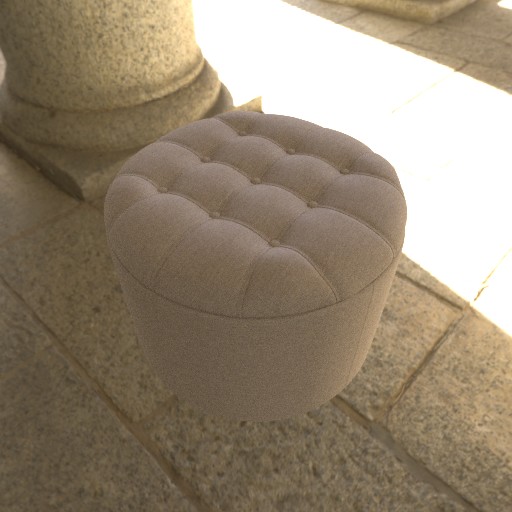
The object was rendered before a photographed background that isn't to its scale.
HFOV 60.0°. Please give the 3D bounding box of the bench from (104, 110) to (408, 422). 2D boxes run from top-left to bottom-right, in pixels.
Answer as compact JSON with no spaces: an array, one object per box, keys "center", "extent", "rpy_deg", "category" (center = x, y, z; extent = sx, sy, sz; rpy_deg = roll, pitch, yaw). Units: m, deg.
[{"center":[0.000,0.000,1.012],"extent":[0.600,0.454,0.600],"rpy_deg":[0,45,0],"category":"bench"}]
